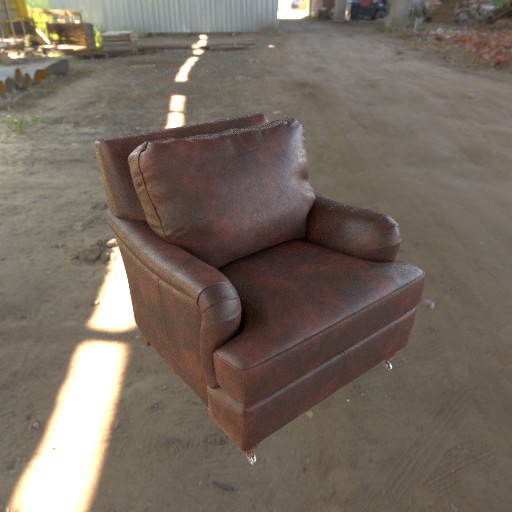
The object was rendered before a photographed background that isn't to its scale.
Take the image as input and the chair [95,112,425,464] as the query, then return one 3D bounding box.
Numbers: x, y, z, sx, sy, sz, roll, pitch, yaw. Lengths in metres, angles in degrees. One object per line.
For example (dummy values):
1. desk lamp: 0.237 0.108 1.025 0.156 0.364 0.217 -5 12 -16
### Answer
1. chair: 0.000 0.000 1.958 0.987 1.051 1.156 -21 36 -32
